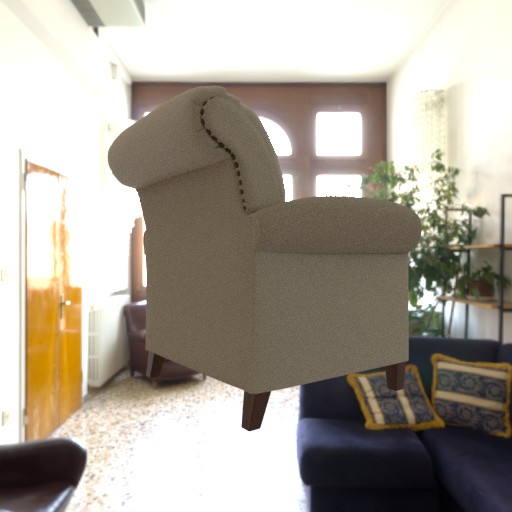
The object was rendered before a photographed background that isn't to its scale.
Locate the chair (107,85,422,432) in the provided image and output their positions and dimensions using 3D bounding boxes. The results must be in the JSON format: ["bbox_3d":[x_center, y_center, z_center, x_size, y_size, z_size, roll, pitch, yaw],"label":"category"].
[{"bbox_3d":[0.000,0.000,1.600,0.890,0.927,0.854,0,-1,-36],"label":"chair"}]
